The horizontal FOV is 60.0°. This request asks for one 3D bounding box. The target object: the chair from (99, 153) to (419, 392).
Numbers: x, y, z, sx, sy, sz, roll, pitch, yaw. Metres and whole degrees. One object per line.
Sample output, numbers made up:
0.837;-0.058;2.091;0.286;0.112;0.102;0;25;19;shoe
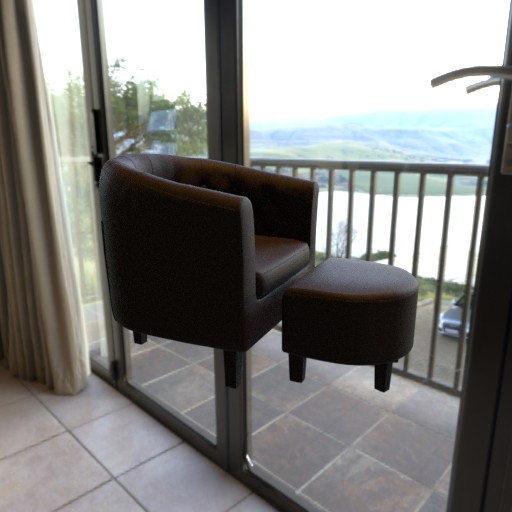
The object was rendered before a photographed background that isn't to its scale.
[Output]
0.000;0.000;1.702;1.191;0.760;0.763;7;16;25;chair
